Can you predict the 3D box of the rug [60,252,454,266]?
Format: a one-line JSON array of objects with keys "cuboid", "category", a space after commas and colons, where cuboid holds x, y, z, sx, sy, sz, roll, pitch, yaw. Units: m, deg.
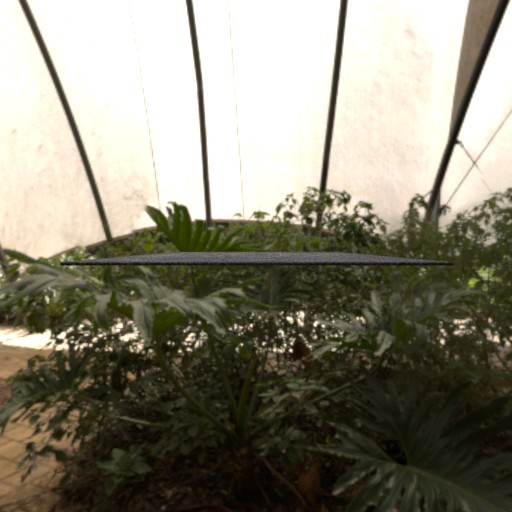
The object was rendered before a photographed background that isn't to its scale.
[{"cuboid": [0.000, 0.000, 2.150, 1.139, 0.010, 1.754, 0, 1, 0], "category": "rug"}]
